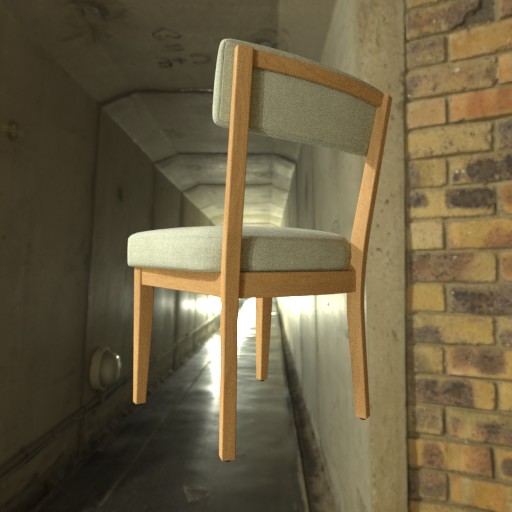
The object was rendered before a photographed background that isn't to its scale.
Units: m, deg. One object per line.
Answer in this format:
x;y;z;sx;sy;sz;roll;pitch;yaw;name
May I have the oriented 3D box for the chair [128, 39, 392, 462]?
0.000;0.000;1.163;0.508;0.832;0.572;1;-1;-36;chair
